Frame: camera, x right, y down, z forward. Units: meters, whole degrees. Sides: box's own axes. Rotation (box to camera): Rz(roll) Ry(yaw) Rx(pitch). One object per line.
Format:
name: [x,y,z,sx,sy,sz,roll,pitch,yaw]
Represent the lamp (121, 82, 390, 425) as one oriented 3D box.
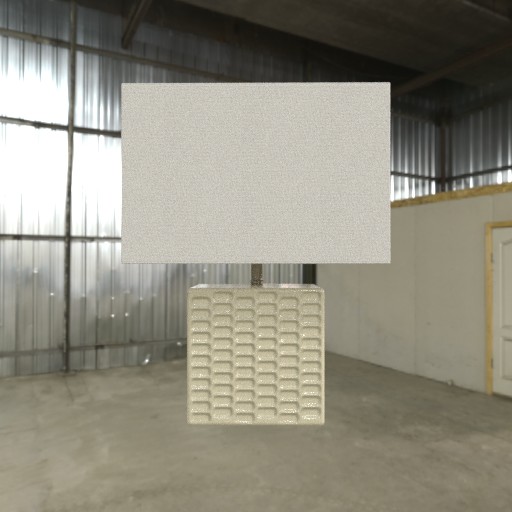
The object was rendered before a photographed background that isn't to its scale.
lamp: [0.000,0.000,0.724,0.380,0.515,0.200,0,0,0]
